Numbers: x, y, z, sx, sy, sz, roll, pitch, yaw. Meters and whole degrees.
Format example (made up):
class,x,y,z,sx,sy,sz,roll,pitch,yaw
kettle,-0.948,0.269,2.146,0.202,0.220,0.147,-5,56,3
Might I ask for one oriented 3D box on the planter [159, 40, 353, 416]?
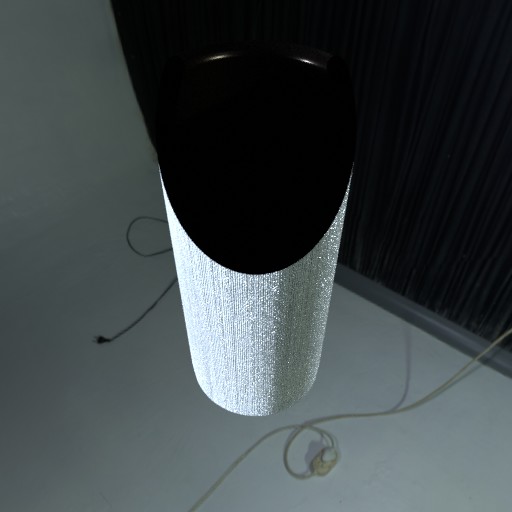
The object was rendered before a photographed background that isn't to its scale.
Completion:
class,x,y,z,sx,sy,sz,roll,pitch,yaw
planter,0.000,0.000,0.127,0.045,0.103,0.045,25,48,25
